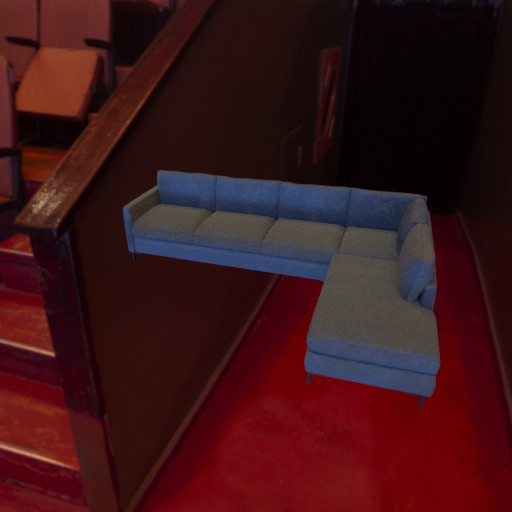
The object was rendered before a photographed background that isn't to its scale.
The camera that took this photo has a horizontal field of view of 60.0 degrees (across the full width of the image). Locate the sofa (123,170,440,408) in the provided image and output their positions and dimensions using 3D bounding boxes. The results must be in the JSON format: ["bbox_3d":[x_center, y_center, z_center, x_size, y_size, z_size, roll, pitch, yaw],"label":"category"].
[{"bbox_3d":[0.000,0.000,3.276,2.486,0.687,1.707,8,29,15],"label":"sofa"}]
